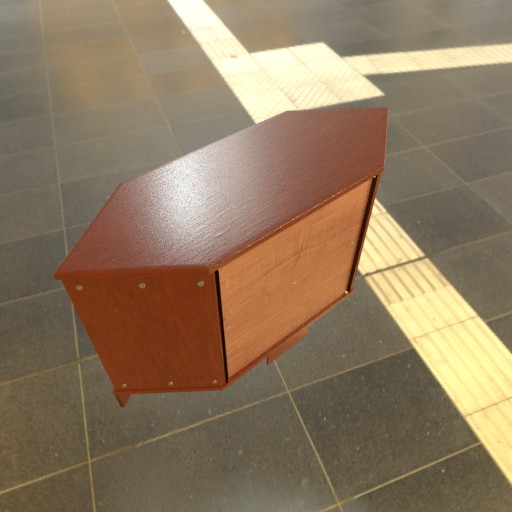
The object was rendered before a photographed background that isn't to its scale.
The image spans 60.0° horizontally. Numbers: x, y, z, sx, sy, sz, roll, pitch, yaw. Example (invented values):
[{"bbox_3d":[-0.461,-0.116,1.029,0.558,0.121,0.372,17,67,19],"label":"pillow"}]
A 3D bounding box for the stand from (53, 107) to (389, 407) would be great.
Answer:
[{"bbox_3d":[0.000,0.000,1.356,1.072,0.614,0.381,-31,54,-26],"label":"stand"}]
